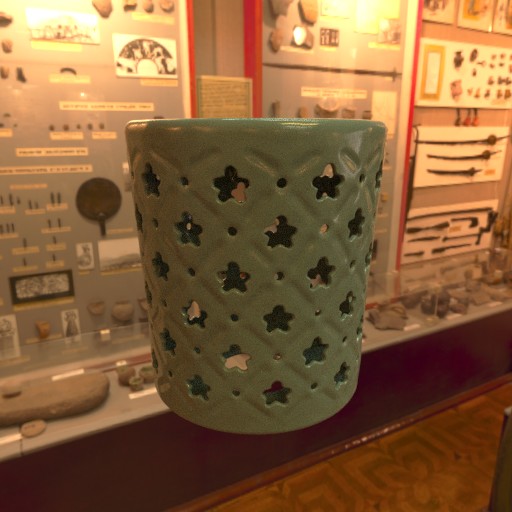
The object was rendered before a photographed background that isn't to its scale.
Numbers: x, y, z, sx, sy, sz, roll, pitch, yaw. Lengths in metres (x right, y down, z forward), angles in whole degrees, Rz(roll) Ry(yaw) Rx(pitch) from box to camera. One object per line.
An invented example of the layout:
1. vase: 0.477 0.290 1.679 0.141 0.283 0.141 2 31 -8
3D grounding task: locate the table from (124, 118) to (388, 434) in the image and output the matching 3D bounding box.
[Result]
1. table: 0.000 0.000 0.659 0.352 0.387 0.352 0 15 0
